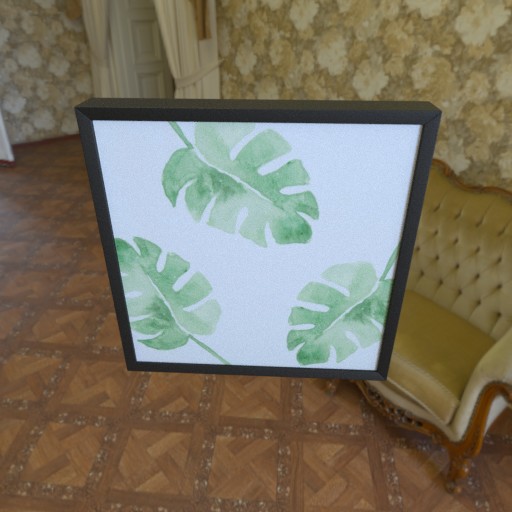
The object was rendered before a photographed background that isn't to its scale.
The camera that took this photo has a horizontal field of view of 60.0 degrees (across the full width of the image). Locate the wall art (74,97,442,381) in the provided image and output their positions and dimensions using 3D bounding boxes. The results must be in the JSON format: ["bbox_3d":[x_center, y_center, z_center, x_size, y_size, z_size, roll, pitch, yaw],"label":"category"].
[{"bbox_3d":[0.000,0.000,0.458,0.304,0.304,0.038,2,31,3],"label":"wall art"}]
